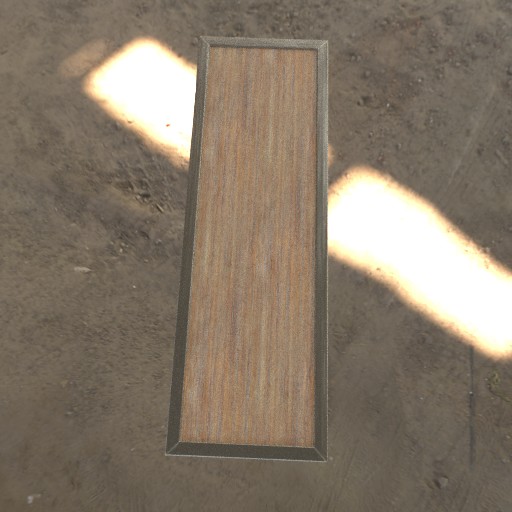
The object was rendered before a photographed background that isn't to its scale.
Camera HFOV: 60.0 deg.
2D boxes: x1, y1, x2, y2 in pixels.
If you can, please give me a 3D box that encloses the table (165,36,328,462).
[{"bbox_3d":[0.000,0.000,1.602,0.402,0.753,1.216,2,76,1],"label":"table"}]
